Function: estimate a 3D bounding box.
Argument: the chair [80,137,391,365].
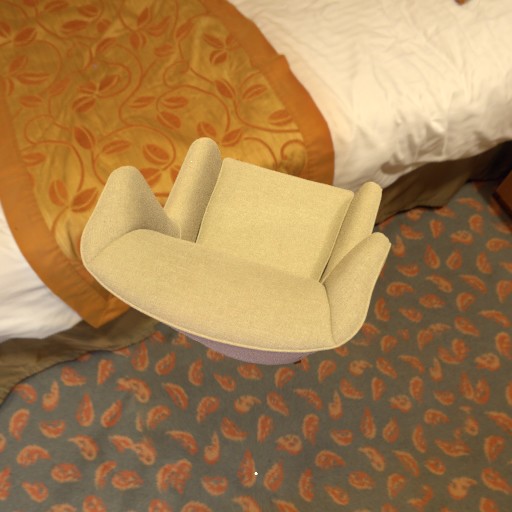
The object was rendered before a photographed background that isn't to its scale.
[{"bbox_3d":[0.000,0.000,1.743,0.838,1.040,0.966,17,65,8],"label":"chair"}]
